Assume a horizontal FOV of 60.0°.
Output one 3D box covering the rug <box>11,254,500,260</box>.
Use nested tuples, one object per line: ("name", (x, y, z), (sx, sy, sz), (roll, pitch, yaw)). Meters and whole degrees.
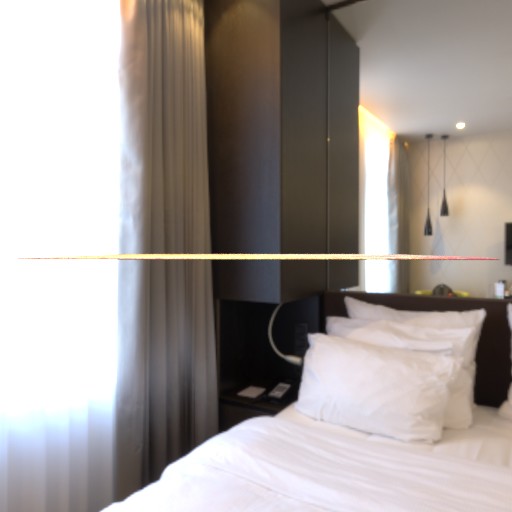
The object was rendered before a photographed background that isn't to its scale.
("rug", (0.000, 0.000, 3.607), (2.896, 0.013, 2.007), (0, 1, 2))
